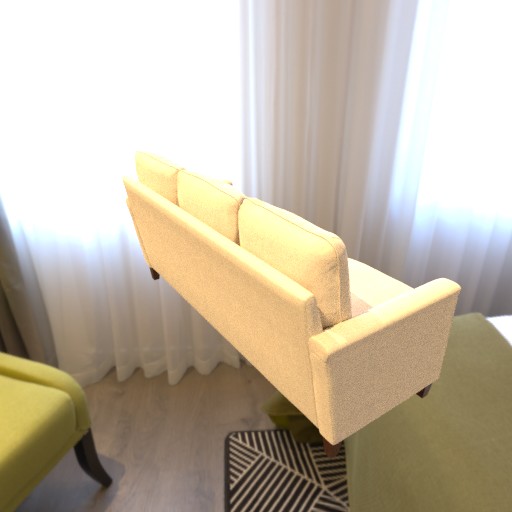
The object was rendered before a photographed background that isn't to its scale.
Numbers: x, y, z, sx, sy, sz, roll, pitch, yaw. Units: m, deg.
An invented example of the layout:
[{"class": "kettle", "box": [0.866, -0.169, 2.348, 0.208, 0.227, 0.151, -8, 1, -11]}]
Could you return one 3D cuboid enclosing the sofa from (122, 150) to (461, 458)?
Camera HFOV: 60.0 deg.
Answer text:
[{"class": "sofa", "box": [0.000, 0.000, 2.427, 0.828, 0.961, 1.925, -17, 31, -31]}]
